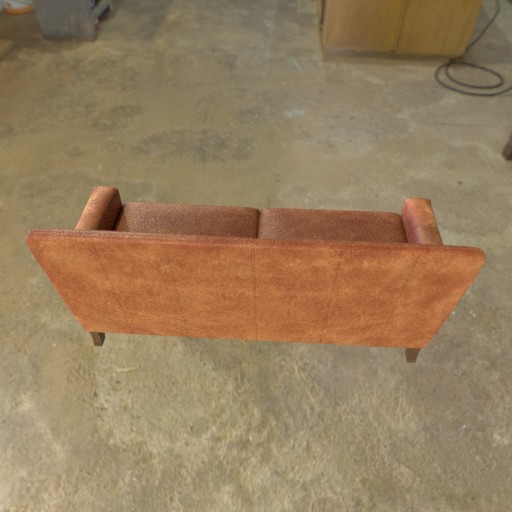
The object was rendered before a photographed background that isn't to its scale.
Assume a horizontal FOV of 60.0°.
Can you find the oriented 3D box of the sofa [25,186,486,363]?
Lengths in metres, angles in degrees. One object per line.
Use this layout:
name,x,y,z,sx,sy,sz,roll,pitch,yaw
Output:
sofa,0.000,0.000,2.543,2.053,0.947,0.805,2,46,2
